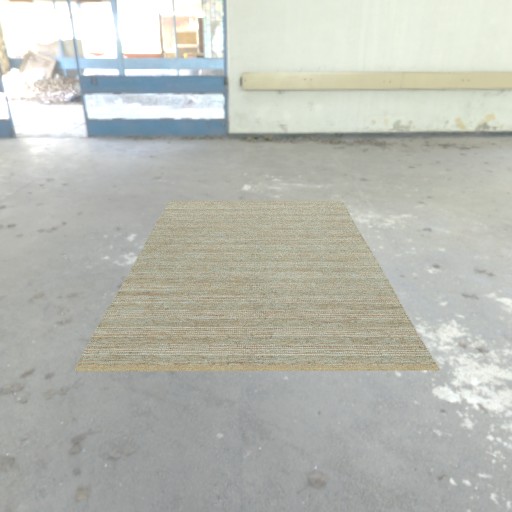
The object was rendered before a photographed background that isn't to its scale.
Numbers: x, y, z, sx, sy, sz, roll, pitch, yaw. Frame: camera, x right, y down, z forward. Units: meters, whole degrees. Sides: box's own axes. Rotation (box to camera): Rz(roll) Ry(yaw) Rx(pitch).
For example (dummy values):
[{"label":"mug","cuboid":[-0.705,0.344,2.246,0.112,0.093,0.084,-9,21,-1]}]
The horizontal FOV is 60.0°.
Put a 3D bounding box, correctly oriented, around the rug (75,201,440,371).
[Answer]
[{"label":"rug","cuboid":[0.000,0.000,2.321,1.240,0.010,1.824,0,25,0]}]
